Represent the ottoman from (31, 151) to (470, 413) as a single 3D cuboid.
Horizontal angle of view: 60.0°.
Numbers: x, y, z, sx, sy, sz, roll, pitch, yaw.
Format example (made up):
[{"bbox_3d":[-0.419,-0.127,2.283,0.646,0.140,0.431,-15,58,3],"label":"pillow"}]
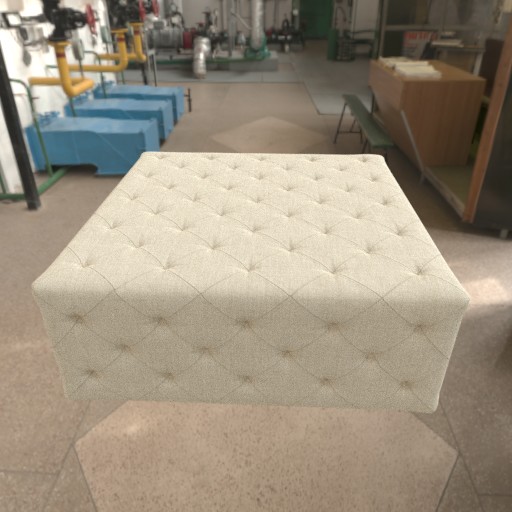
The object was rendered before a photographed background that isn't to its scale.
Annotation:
[{"bbox_3d":[0.000,0.000,1.553,1.028,0.439,1.028,1,31,2],"label":"ottoman"}]
